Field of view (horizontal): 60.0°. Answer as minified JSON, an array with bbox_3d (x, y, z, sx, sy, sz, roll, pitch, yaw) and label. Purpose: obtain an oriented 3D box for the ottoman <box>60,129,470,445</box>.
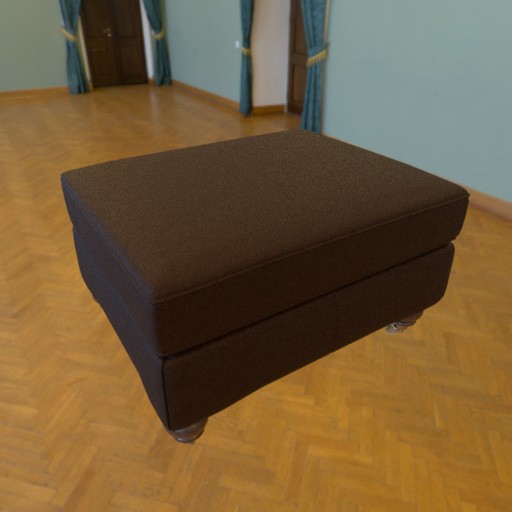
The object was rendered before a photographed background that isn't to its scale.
[{"bbox_3d":[0.000,0.000,1.755,1.187,0.730,0.967,-18,35,-28],"label":"ottoman"}]
